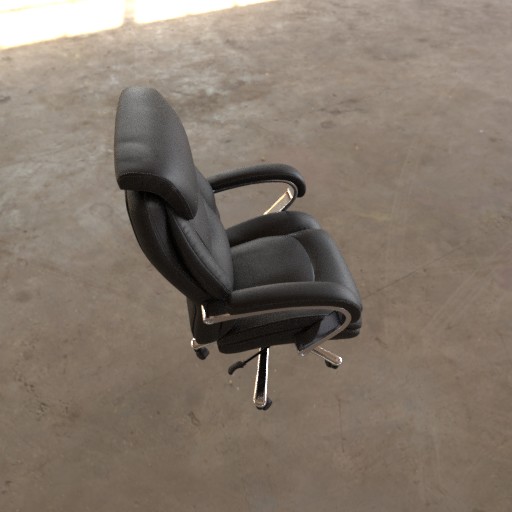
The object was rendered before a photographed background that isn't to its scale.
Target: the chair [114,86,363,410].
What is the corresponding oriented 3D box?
[{"bbox_3d":[0.000,0.000,1.671,0.790,1.183,0.755,-8,46,-8],"label":"chair"}]
